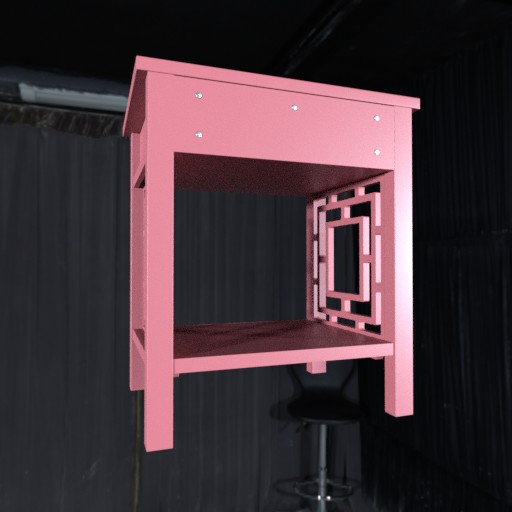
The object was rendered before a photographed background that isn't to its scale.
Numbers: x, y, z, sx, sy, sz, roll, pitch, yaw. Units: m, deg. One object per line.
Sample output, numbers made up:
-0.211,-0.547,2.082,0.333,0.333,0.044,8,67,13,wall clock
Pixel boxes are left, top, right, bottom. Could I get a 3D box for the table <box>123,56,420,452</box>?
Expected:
0.000,0.000,1.074,0.599,0.686,0.451,0,-1,-20,table
